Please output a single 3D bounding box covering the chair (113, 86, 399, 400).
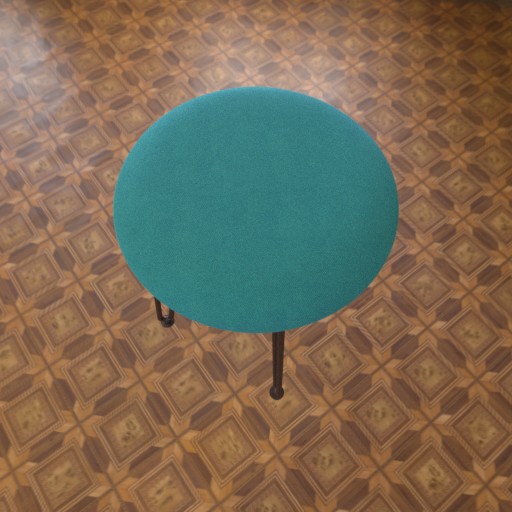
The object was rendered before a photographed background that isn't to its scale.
[{"bbox_3d":[0.000,0.000,0.703,0.350,0.430,0.350,19,65,9],"label":"chair"}]
